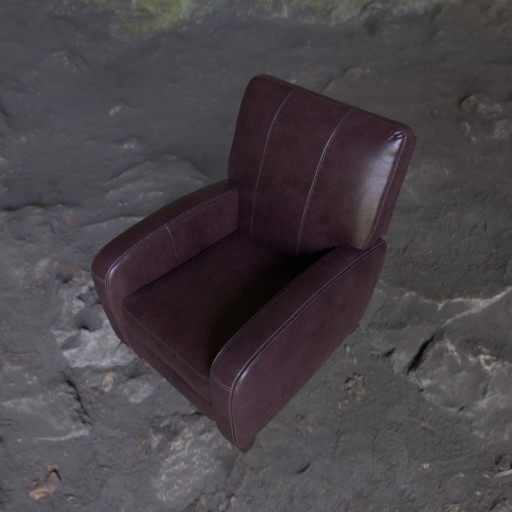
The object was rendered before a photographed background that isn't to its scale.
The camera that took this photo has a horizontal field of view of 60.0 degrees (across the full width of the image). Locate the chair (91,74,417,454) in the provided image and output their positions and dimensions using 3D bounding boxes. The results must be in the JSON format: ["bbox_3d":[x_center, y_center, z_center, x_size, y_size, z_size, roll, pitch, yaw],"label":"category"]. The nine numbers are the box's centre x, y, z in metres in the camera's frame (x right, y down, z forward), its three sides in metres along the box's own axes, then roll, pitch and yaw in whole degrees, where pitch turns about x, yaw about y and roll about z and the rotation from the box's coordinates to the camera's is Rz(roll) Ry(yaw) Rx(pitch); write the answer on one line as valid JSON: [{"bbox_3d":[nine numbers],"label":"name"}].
[{"bbox_3d":[0.000,0.000,1.663,0.762,0.990,0.990,32,53,28],"label":"chair"}]
